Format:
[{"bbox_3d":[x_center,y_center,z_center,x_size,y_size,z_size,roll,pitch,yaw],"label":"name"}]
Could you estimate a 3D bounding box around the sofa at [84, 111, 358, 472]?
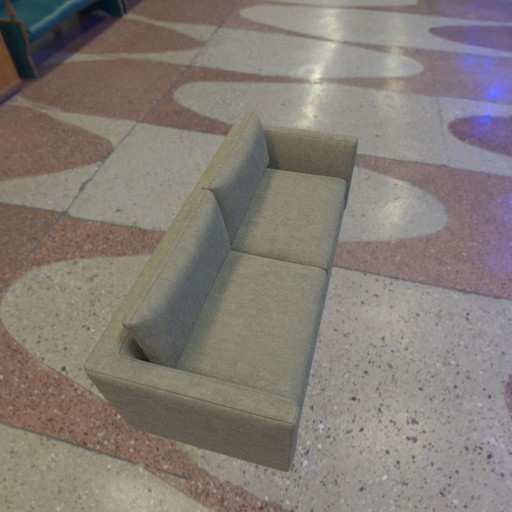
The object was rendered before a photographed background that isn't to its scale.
[{"bbox_3d":[0.000,0.000,2.568,0.889,0.864,2.121,11,46,11],"label":"sofa"}]
